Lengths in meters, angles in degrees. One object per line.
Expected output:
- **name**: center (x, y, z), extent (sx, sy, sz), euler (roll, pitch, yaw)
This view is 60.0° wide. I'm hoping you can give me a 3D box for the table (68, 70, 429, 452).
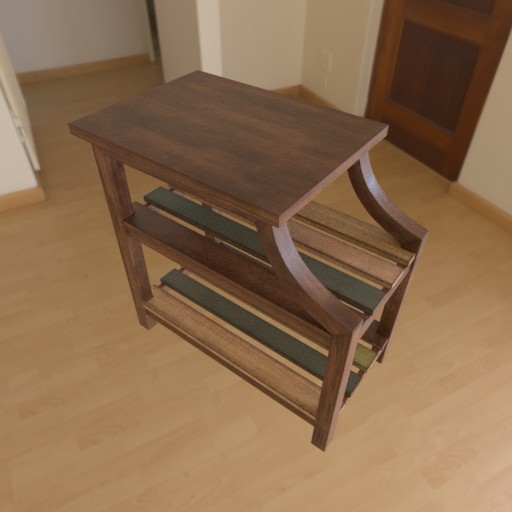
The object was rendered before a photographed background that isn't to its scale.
- **table**: center (0.000, 0.000, 0.985), extent (0.609, 0.584, 0.356), euler (27, 48, 27)
